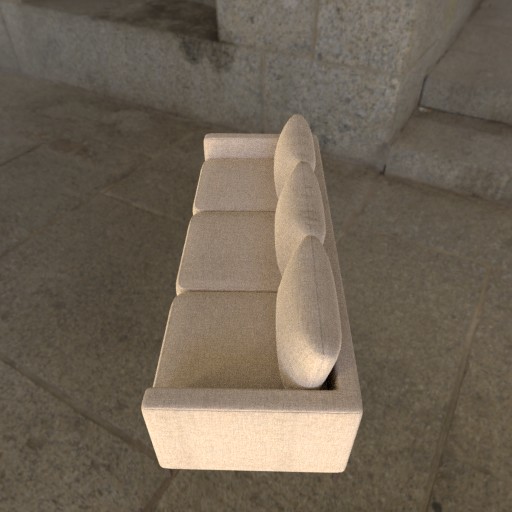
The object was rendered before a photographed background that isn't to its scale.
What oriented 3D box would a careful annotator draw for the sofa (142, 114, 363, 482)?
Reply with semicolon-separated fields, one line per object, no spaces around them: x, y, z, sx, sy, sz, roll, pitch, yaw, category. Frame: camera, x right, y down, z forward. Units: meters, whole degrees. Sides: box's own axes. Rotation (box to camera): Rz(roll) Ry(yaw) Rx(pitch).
0.000;0.000;2.607;0.859;0.874;2.218;1;42;1;sofa
